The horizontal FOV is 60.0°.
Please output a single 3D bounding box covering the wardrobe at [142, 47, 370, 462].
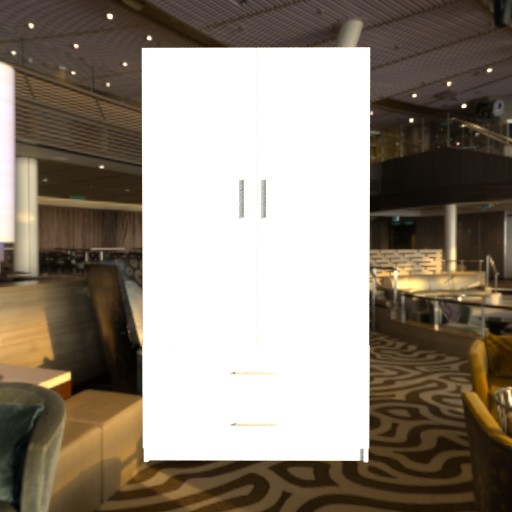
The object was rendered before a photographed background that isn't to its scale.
[{"bbox_3d":[0.000,0.000,2.199,0.991,1.808,0.577,0,1,0],"label":"wardrobe"}]
